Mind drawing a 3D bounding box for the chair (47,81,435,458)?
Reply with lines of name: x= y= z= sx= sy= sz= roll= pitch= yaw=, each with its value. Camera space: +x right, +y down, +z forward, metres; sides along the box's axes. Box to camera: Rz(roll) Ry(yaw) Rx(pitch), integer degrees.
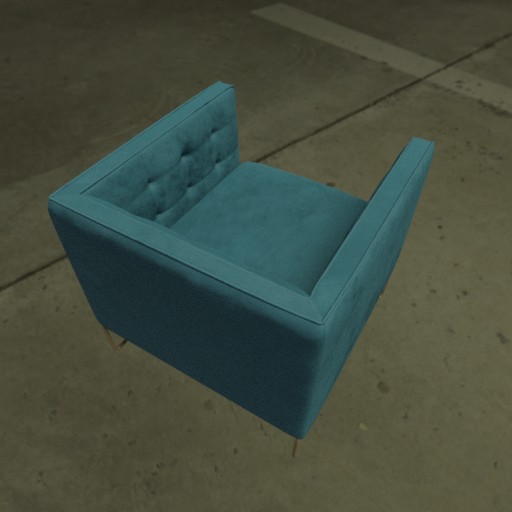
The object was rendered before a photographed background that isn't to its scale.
chair: x=0.000 y=0.000 z=1.608 sx=0.880 sy=0.790 sz=0.894 roll=24 pitch=51 yaw=21
